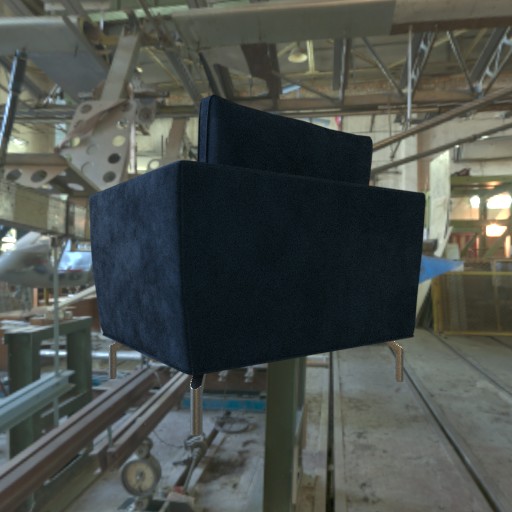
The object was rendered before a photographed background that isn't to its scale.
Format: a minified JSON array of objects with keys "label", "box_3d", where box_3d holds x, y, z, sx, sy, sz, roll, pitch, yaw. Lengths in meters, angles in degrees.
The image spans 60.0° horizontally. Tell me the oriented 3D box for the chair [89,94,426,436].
[{"label":"chair","box_3d":[0.000,0.000,1.591,0.977,0.893,0.746,0,0,-36]}]
